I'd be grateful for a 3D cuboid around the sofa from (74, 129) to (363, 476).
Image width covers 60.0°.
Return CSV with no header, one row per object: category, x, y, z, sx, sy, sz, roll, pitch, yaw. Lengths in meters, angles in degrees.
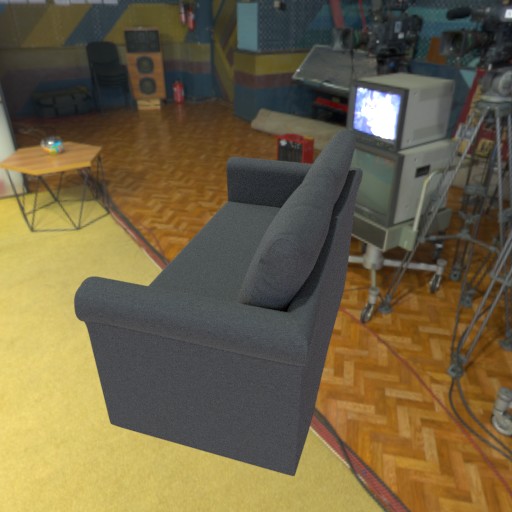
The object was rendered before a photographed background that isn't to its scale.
sofa,0.000,0.000,1.949,0.741,0.872,1.460,9,31,15
